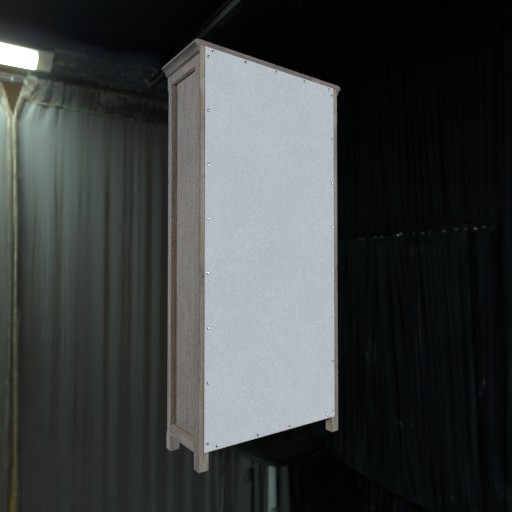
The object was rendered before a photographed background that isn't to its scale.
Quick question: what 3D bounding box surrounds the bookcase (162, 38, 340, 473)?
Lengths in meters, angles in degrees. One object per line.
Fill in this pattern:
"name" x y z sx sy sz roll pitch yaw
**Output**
"bookcase" 0.000 0.000 2.307 0.906 1.880 0.348 1 -2 -36
